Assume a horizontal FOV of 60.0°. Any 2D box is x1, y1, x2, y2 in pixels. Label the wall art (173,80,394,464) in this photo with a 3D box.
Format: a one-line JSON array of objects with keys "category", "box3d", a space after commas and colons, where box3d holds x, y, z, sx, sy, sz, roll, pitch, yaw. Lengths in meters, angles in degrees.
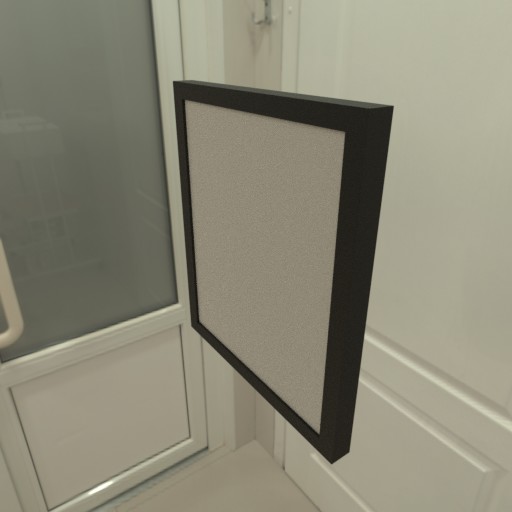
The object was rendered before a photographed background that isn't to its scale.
[{"category": "wall art", "box3d": [0.000, 0.000, 0.542, 0.029, 0.381, 0.330, -17, 31, -32]}]
